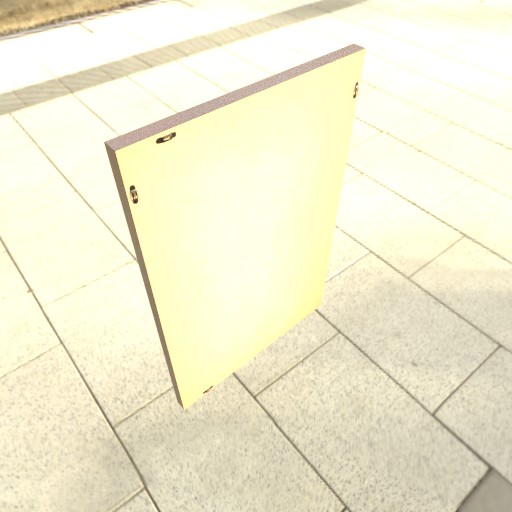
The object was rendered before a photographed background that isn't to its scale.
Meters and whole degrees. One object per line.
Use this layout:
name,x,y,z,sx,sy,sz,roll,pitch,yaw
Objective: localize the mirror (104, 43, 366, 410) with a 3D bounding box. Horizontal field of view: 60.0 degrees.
mirror,0.000,0.000,1.165,0.609,0.915,0.040,-32,54,-27
